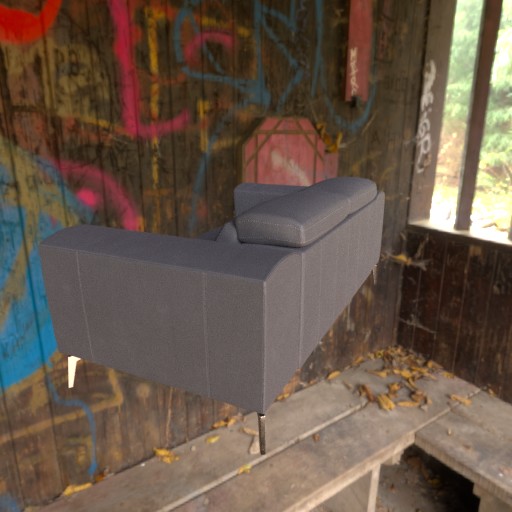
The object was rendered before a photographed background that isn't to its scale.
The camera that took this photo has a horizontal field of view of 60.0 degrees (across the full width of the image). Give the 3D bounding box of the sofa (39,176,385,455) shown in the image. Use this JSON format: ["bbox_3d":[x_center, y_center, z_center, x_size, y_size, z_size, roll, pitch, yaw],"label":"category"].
[{"bbox_3d":[0.000,0.000,2.376,1.003,0.779,1.895,8,19,25],"label":"sofa"}]
